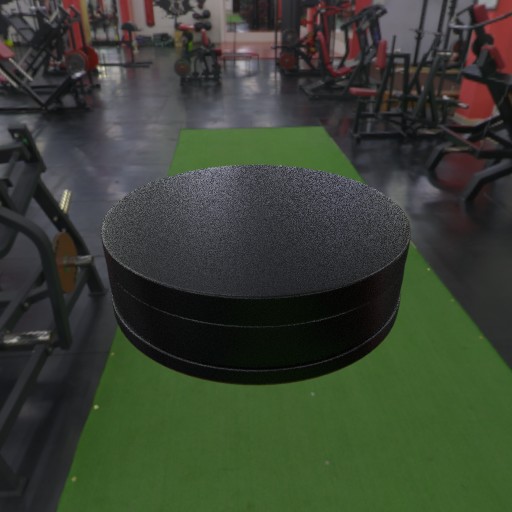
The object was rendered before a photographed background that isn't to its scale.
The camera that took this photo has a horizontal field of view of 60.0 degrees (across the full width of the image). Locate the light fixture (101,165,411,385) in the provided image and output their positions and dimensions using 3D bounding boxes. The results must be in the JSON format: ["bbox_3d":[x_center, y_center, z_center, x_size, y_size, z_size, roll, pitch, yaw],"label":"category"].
[{"bbox_3d":[0.000,0.000,0.441,0.283,0.097,0.283,0,30,0],"label":"light fixture"}]
